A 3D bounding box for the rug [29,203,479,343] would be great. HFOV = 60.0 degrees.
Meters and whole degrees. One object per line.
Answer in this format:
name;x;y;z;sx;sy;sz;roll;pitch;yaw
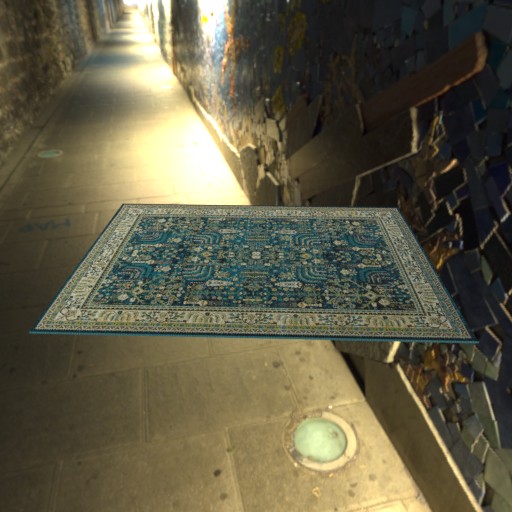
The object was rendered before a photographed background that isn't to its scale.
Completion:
rug;0.000;0.000;2.866;2.213;0.013;1.594;1;30;2
